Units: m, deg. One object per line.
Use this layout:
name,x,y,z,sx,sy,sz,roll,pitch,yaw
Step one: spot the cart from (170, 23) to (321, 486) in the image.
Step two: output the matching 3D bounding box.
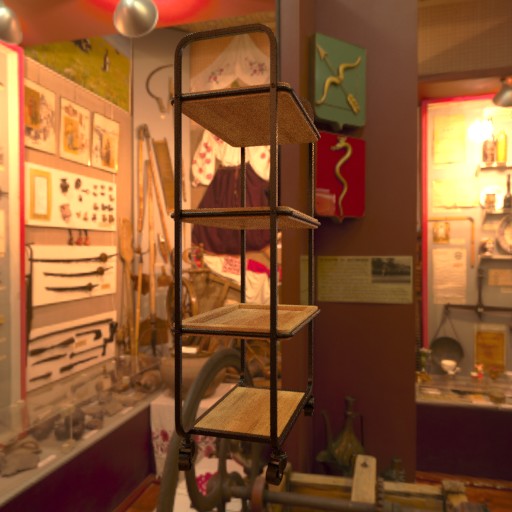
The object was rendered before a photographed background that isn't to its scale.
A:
cart,0.000,0.000,1.309,0.321,1.080,0.545,0,1,17
